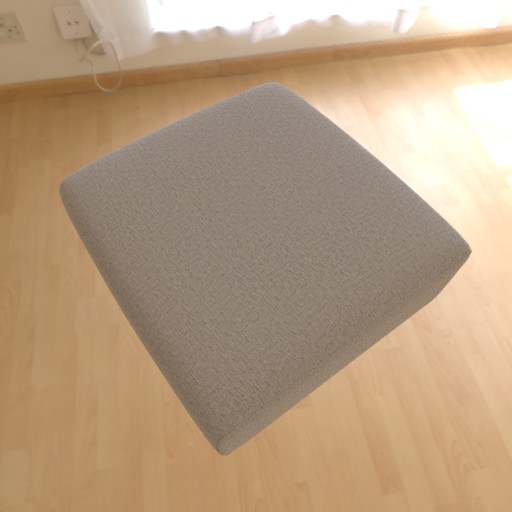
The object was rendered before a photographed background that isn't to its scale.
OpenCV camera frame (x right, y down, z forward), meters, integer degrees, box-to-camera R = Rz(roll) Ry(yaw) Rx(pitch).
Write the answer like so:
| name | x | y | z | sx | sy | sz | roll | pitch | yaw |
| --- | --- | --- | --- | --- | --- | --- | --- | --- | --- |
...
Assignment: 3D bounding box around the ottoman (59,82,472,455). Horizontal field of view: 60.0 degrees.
| name | x | y | z | sx | sy | sz | roll | pitch | yaw |
| --- | --- | --- | --- | --- | --- | --- | --- | --- | --- |
| ottoman | 0.000 | 0.000 | 1.054 | 0.648 | 0.399 | 0.655 | -31 | 63 | -18 |
